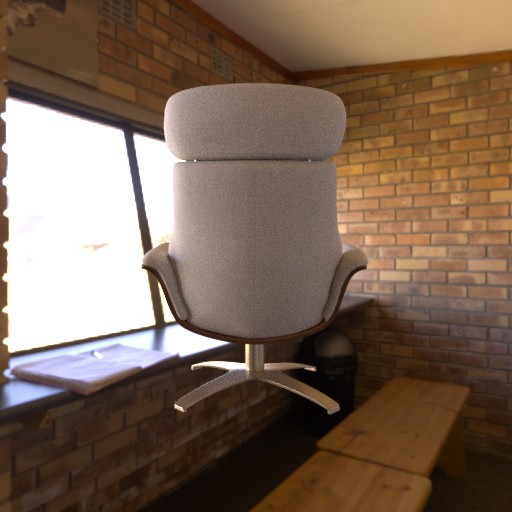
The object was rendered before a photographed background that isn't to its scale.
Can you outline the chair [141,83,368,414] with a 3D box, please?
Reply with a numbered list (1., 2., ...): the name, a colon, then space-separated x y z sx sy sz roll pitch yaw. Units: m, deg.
1. chair: 0.000 0.000 1.637 0.785 0.995 0.837 0 1 1
